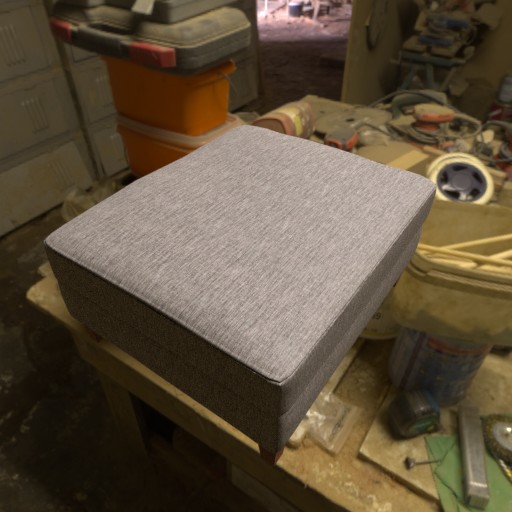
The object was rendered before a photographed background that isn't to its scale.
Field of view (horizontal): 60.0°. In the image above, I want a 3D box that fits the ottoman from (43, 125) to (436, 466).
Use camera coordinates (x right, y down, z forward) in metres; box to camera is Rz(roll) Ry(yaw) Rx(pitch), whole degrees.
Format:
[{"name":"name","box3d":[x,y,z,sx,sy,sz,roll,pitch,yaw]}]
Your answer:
[{"name":"ottoman","box3d":[0.000,0.000,1.490,0.839,0.492,0.994,25,46,26]}]
